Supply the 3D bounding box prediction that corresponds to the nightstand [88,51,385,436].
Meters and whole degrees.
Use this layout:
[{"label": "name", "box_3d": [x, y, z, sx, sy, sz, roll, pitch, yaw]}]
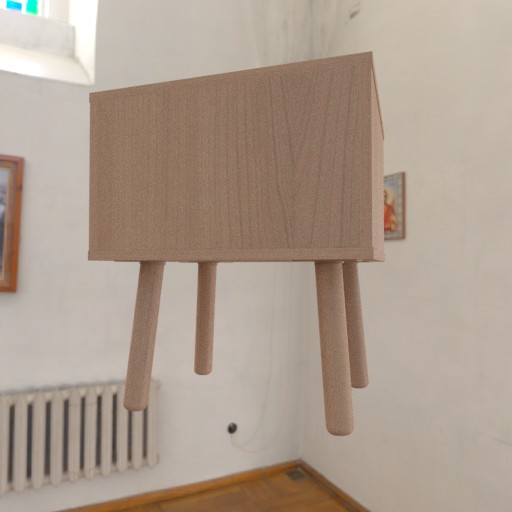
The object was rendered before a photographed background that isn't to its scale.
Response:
[{"label": "nightstand", "box_3d": [0.000, 0.000, 0.830, 0.450, 0.530, 0.380, 0, -1, 18]}]
